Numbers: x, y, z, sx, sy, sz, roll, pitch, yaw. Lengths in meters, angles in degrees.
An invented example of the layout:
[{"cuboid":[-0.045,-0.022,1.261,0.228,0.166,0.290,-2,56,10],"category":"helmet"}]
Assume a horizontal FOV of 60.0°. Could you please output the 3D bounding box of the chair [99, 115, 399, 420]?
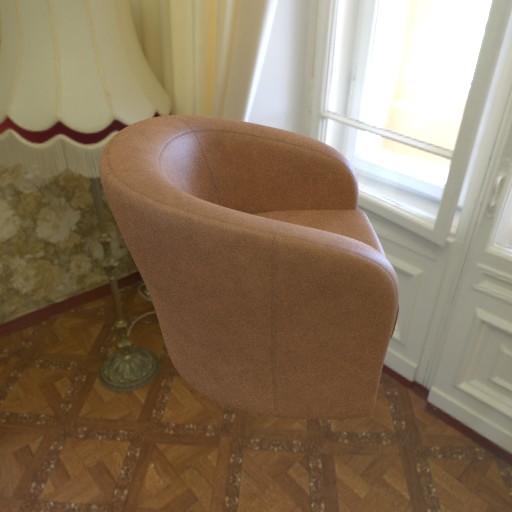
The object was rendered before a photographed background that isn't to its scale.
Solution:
[{"cuboid":[0.000,0.000,1.407,0.815,0.771,0.791,1,33,2],"category":"chair"}]
